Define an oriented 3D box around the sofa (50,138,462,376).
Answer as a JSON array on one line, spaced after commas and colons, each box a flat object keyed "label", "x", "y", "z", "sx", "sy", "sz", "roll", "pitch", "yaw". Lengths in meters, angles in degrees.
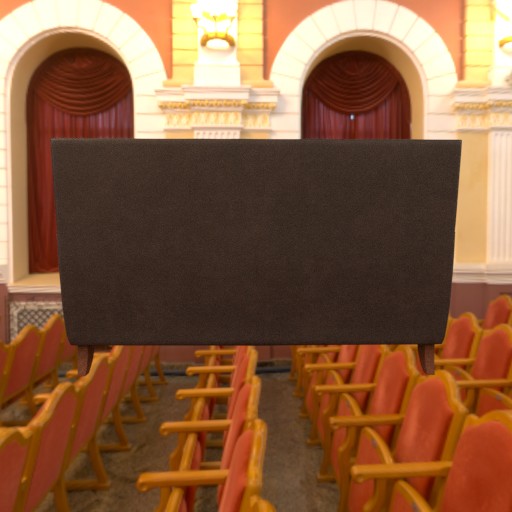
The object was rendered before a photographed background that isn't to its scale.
[{"label": "sofa", "x": 0.000, "y": 0.000, "z": 1.978, "sx": 1.473, "sy": 0.871, "sz": 0.787, "roll": 0, "pitch": 2, "yaw": -1}]
